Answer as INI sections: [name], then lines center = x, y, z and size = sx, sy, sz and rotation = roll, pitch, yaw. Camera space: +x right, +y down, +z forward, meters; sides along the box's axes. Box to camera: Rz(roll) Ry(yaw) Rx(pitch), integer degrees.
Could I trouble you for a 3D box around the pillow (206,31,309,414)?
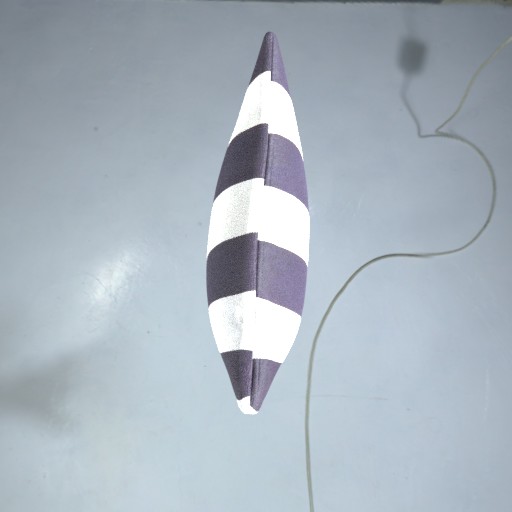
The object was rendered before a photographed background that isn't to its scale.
[pillow]
center = 0.000, 0.000, 0.822
size = 0.189, 0.526, 0.536
rotation = 2, 76, 0
